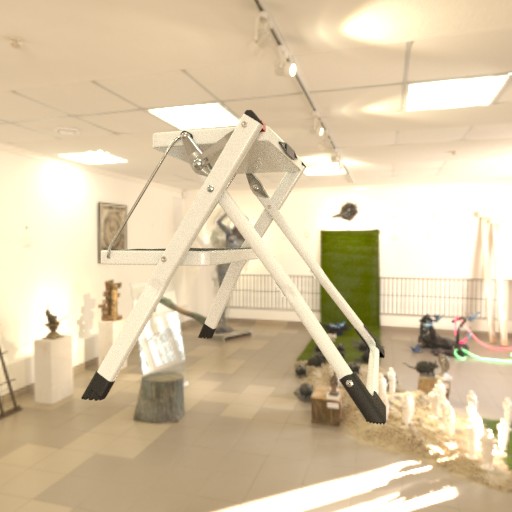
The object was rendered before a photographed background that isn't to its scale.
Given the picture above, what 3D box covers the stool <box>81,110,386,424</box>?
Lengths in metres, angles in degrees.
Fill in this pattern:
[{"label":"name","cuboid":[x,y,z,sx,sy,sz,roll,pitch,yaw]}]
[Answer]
[{"label":"stool","cuboid":[0.000,0.000,0.868,0.490,0.445,0.485,1,2,16]}]
